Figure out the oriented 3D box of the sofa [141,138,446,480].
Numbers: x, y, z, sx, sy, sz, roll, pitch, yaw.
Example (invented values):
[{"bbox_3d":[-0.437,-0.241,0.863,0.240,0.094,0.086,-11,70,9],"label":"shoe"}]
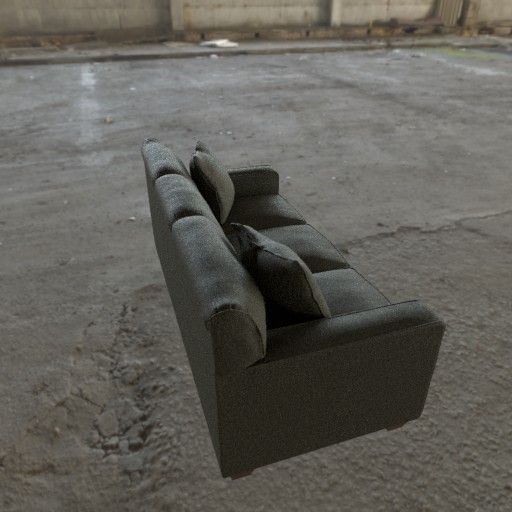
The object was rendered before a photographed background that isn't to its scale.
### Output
[{"bbox_3d":[0.000,0.000,2.523,0.997,0.958,2.024,-10,32,-16],"label":"sofa"}]
